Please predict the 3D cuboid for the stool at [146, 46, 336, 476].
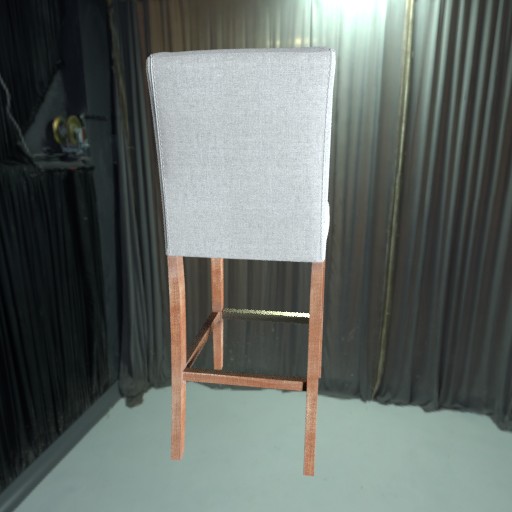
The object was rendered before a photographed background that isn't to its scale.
[{"bbox_3d":[0.000,0.000,1.363,0.439,1.088,0.570,2,15,9],"label":"stool"}]
